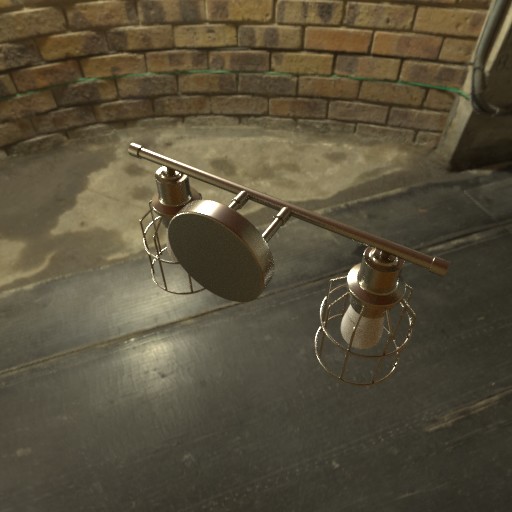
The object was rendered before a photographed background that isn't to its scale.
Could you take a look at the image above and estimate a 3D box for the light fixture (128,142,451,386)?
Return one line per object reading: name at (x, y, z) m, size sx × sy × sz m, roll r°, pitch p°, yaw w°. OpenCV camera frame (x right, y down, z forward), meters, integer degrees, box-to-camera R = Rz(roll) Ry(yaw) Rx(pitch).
light fixture at (0.000, 0.000, 0.541) m, size 0.406 × 0.254 × 0.165 m, roll 24°, pitch 51°, yaw 21°
